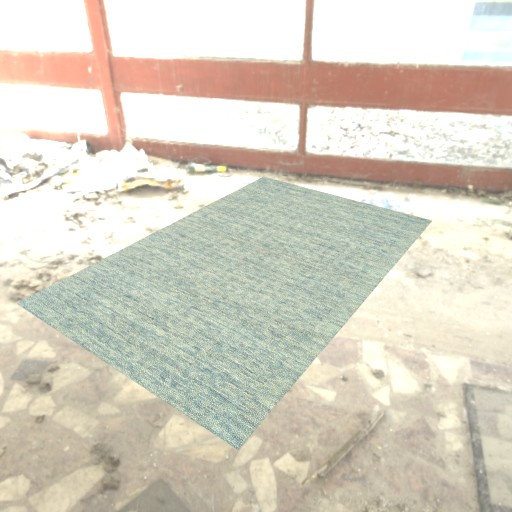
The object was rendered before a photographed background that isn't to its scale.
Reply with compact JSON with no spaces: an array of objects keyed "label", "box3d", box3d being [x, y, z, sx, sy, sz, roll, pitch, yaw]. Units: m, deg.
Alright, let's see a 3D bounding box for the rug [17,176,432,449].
[{"label":"rug","box3d":[0.000,0.000,2.132,1.142,0.006,1.752,20,37,30]}]
